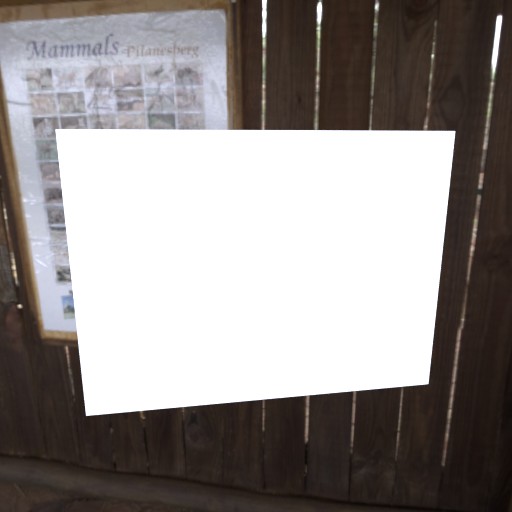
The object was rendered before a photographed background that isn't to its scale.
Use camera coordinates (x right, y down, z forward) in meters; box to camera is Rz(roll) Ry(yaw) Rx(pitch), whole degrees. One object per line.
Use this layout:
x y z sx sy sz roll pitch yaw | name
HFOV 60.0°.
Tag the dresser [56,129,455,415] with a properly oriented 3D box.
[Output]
0.000 0.000 1.524 1.100 0.820 0.460 -2 14 -9 | dresser
